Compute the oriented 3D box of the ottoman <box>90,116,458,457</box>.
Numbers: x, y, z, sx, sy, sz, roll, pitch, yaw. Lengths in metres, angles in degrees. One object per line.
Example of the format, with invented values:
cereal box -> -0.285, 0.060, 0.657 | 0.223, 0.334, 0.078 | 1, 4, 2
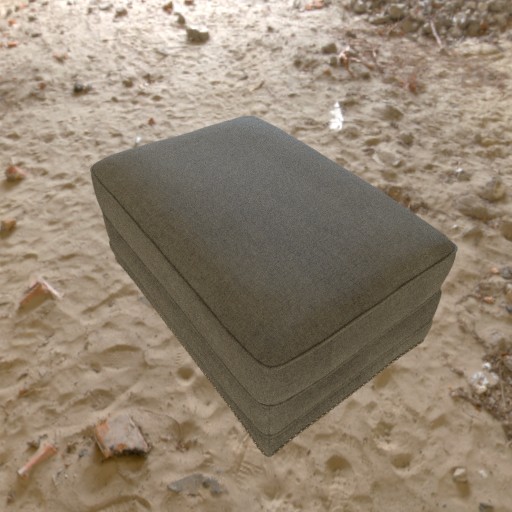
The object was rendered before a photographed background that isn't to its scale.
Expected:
ottoman -> 0.000, 0.000, 1.173 | 0.561, 0.457, 0.813 | -26, 48, -27
